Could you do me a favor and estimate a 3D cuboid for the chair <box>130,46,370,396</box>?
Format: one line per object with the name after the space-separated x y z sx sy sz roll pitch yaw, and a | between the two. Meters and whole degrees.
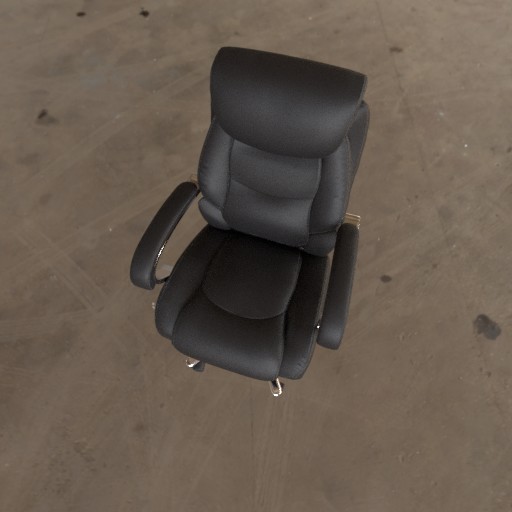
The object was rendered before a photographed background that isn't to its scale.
0.000 0.000 1.677 0.755 1.183 0.790 16 60 10 | chair
